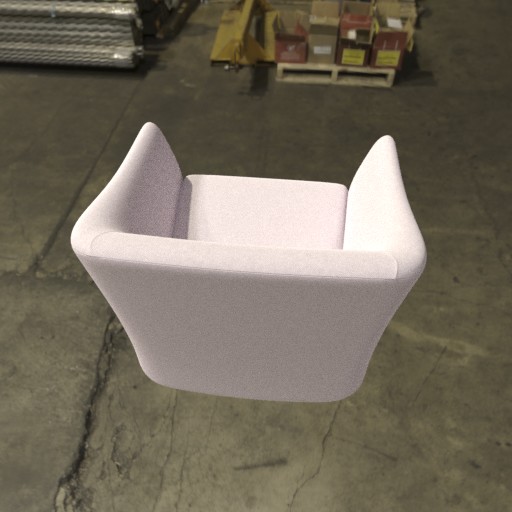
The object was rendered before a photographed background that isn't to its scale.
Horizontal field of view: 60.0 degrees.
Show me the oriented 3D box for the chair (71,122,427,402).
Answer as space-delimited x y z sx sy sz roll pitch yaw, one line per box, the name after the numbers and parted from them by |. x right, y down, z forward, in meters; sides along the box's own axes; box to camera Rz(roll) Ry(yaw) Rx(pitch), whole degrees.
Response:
0.000 0.000 1.322 0.790 0.720 0.700 4 49 4 | chair
